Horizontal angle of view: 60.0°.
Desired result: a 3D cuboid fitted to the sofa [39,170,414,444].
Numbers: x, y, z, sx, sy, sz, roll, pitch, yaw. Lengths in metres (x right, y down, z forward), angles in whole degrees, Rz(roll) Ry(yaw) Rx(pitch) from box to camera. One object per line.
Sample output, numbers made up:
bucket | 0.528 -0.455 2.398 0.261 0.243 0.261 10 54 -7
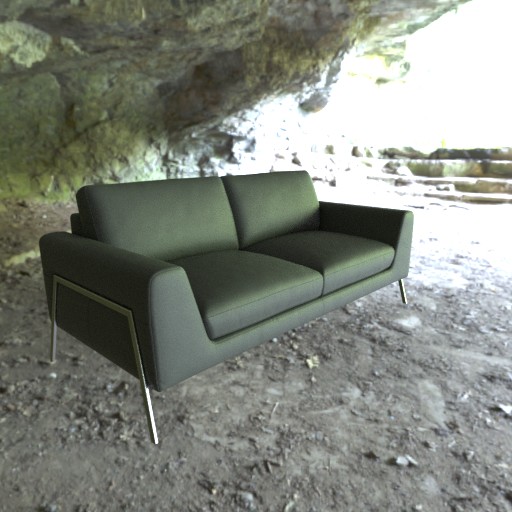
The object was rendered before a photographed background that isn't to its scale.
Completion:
sofa | 0.000 0.000 2.508 0.953 0.875 2.017 13 19 42
